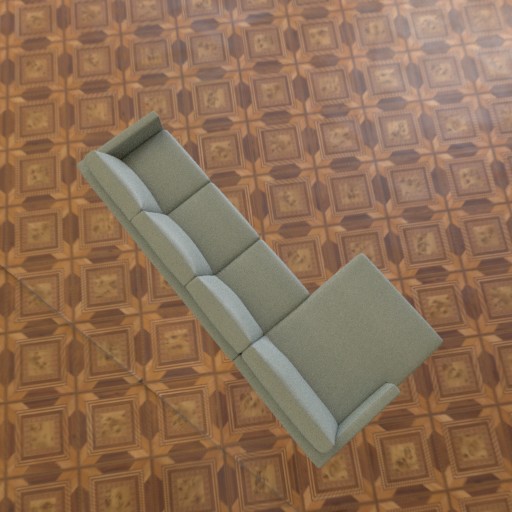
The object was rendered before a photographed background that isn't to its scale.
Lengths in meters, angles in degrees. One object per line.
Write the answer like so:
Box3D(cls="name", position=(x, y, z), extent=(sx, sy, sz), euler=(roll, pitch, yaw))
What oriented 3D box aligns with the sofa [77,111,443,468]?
Box3D(cls="sofa", position=(0.000, 0.000, 4.236), extent=(1.600, 0.953, 3.470), euler=(-39, 79, -9))
